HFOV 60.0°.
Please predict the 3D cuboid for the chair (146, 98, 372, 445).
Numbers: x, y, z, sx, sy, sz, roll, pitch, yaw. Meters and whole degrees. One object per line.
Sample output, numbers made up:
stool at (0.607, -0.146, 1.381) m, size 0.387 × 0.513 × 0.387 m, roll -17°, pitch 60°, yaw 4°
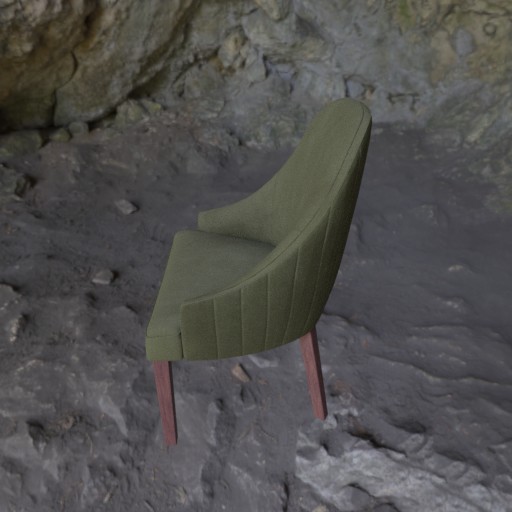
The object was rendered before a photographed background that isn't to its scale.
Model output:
chair at (0.000, 0.000, 1.336) m, size 0.575 × 0.889 × 0.643 m, roll -1°, pitch 27°, yaw -2°
